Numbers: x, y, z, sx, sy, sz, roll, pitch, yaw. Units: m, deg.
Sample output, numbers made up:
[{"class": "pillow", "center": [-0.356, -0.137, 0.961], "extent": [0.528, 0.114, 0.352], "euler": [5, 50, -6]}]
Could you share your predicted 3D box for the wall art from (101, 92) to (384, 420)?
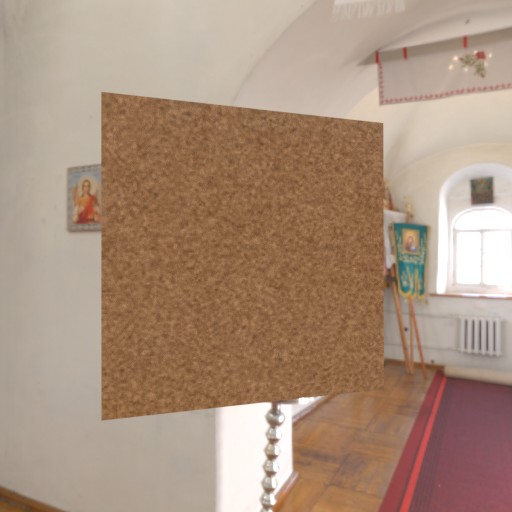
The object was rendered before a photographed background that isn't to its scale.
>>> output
[{"class": "wall art", "center": [0.000, 0.000, 0.676], "extent": [0.446, 0.445, 0.014], "euler": [0, 0, -19]}]
